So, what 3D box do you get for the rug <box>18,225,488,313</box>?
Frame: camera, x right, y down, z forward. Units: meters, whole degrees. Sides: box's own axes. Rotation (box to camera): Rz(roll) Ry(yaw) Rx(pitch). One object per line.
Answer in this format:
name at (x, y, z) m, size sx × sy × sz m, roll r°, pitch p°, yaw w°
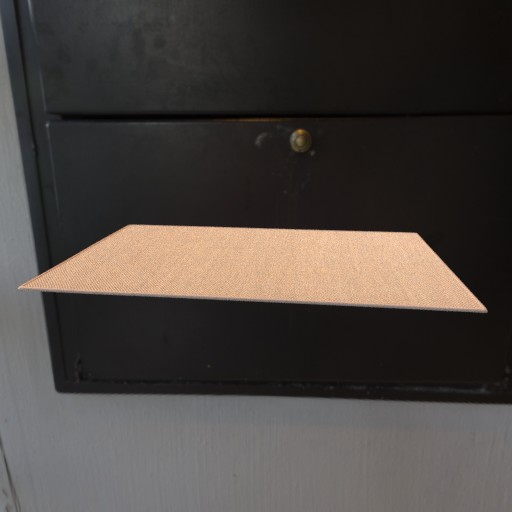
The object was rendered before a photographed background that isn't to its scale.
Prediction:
rug at (0.000, 0.000, 2.062) m, size 1.676 × 0.013 × 1.067 m, roll 2°, pitch 17°, yaw 7°
